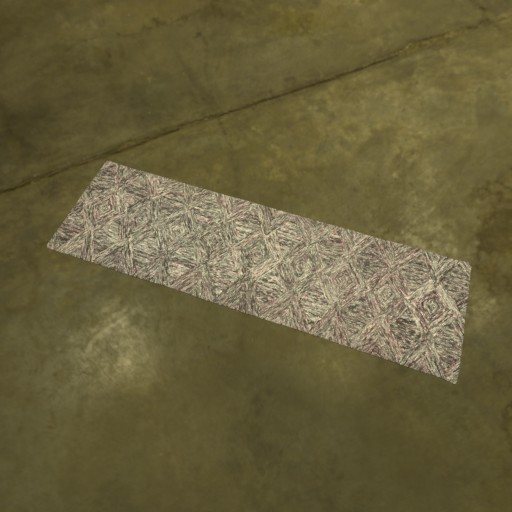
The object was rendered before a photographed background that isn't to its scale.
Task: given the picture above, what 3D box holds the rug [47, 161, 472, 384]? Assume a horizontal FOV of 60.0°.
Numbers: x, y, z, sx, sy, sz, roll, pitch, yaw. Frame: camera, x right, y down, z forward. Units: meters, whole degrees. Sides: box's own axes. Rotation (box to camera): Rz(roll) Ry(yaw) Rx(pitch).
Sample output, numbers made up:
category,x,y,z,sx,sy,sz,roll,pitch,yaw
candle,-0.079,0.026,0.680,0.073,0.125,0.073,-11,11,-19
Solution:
category,x,y,z,sx,sy,sz,roll,pitch,yaw
rug,0.000,0.000,2.497,2.305,0.013,0.719,17,60,10
